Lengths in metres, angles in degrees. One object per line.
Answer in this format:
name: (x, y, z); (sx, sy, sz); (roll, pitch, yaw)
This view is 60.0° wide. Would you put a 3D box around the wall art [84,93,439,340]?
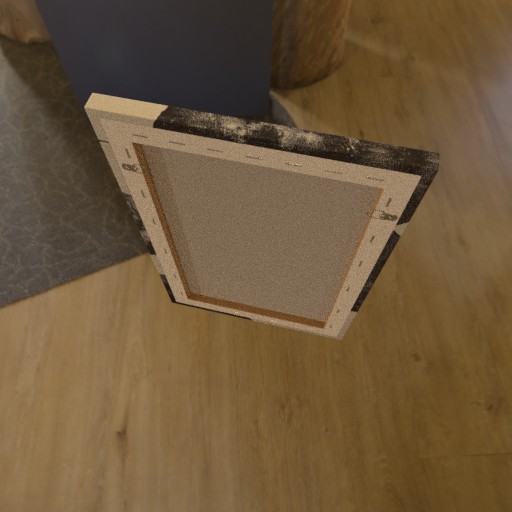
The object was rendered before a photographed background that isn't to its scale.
wall art: (0.000, 0.000, 1.155); (0.610, 0.915, 0.041); (12, 63, 6)
